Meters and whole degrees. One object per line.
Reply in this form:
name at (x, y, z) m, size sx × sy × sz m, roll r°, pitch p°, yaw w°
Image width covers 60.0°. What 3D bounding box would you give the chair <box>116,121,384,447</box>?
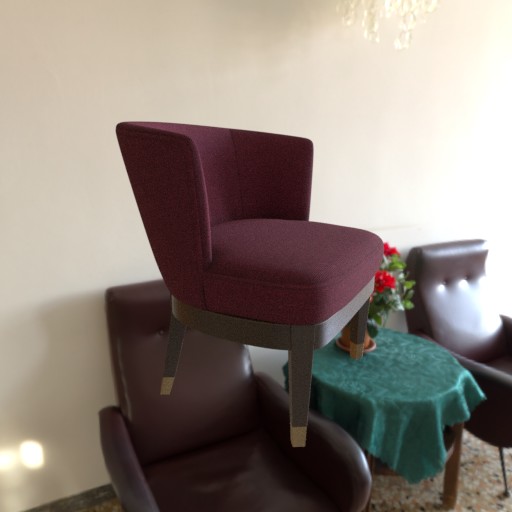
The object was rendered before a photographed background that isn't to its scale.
chair at (0.000, 0.000, 1.294) m, size 0.660 × 0.760 × 0.700 m, roll 7°, pitch 16°, yaw 27°
